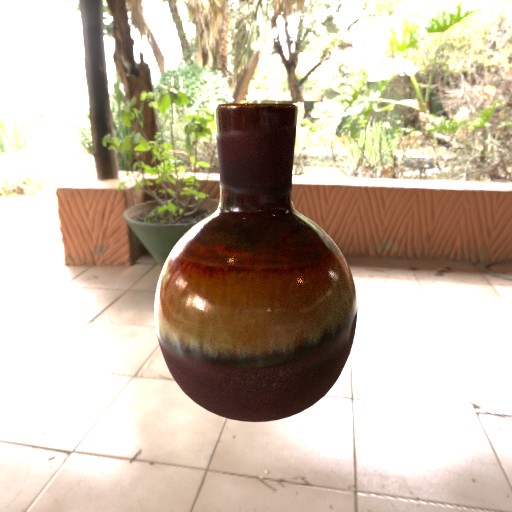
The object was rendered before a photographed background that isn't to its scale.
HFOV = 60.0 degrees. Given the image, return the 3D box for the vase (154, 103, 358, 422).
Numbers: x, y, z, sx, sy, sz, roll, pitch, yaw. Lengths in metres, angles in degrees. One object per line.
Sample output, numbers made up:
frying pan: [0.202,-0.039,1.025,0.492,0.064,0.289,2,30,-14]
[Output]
vase: [0.000,0.000,0.239,0.111,0.154,0.111,0,17,0]
